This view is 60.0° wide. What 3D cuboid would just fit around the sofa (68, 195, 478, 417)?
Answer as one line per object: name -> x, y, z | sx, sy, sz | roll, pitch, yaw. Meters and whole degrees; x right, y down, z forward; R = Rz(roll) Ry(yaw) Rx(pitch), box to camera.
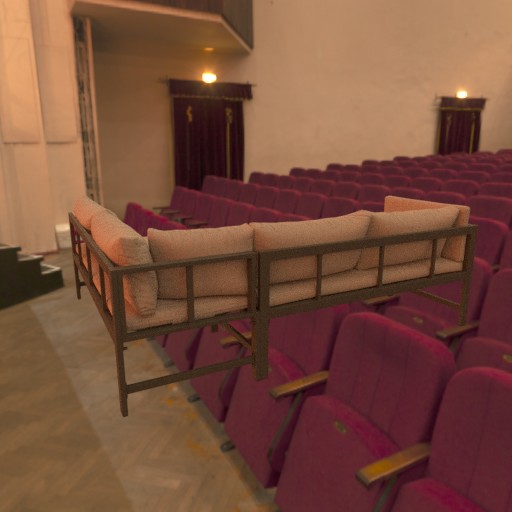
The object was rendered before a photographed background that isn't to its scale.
sofa -> 0.000, 0.000, 2.913 | 2.096, 0.758, 1.658 | -7, 16, -27
